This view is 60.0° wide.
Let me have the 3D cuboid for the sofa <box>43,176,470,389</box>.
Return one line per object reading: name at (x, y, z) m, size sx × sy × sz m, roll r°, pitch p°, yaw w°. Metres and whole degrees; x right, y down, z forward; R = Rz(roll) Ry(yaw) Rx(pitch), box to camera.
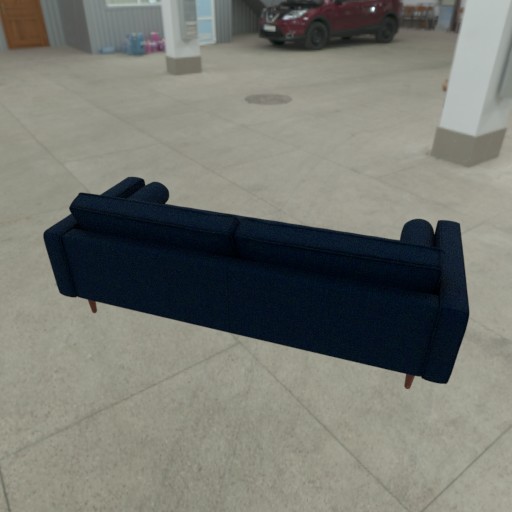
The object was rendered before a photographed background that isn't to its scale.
sofa at (0.000, 0.000, 2.609) m, size 2.210 × 0.762 × 0.914 m, roll 10°, pitch 33°, yaw 16°
